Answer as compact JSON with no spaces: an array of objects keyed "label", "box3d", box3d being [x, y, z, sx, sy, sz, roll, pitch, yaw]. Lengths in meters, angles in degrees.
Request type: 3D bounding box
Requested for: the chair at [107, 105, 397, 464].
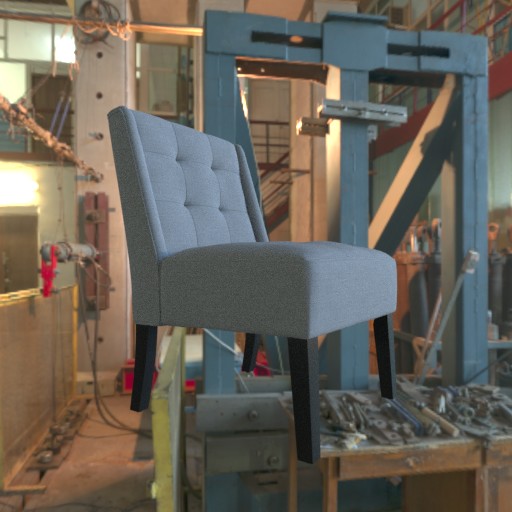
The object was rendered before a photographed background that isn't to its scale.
[{"label":"chair","box3d":[0.000,0.000,1.299,0.676,0.853,0.569,0,0,35]}]
